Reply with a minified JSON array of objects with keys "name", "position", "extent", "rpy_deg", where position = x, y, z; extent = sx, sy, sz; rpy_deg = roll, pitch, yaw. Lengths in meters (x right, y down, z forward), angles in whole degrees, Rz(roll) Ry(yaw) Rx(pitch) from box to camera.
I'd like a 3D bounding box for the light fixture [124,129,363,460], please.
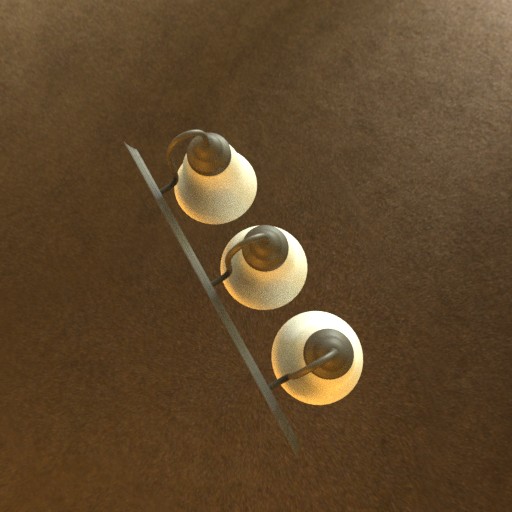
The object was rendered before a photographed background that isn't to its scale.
[{"name":"light fixture","position":[0.000,0.000,0.731],"extent":[0.199,0.222,0.610],"rpy_deg":[-29,77,-7]}]
